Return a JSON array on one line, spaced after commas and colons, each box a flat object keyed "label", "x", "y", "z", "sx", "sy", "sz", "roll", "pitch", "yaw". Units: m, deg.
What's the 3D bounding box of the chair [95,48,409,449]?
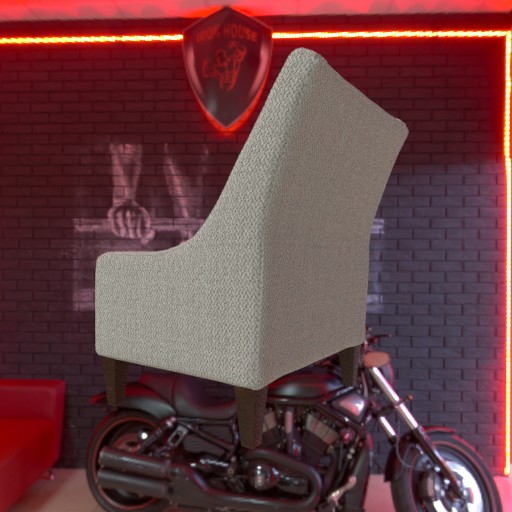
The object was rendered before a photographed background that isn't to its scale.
[{"label": "chair", "x": 0.000, "y": 0.000, "z": 1.587, "sx": 0.870, "sy": 1.014, "sz": 0.774, "roll": 0, "pitch": 0, "yaw": 35}]
